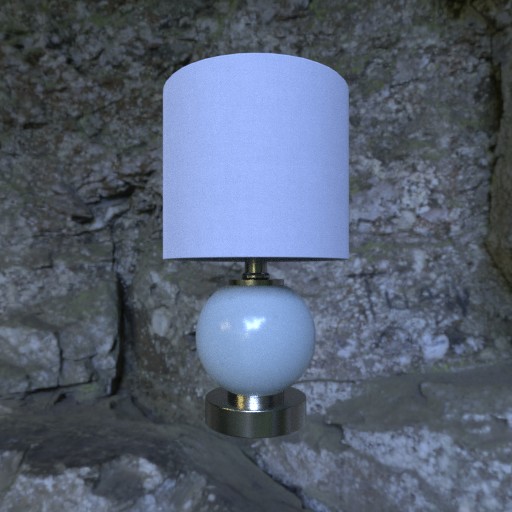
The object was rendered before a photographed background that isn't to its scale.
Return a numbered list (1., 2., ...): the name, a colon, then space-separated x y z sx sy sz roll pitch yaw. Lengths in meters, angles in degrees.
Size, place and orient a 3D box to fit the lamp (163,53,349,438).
1. lamp: 0.000 0.000 0.484 0.201 0.353 0.201 -1 -2 36
